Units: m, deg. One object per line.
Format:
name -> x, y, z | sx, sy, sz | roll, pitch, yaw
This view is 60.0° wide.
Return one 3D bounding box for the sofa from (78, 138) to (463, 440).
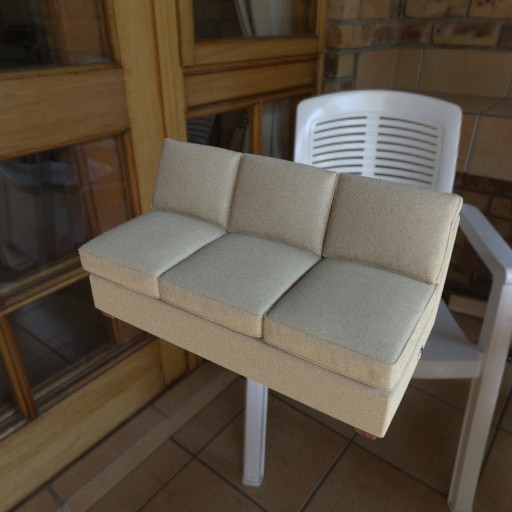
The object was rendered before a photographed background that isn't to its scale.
sofa -> 0.000, 0.000, 2.577 | 1.962, 0.973, 1.027 | 17, 33, 28
